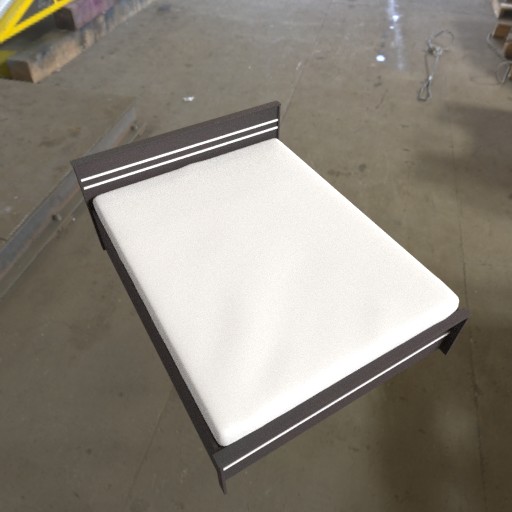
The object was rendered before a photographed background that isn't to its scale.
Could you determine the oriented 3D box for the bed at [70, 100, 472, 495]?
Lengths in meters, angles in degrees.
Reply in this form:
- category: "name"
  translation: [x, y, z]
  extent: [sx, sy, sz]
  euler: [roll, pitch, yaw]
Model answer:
- category: "bed"
  translation: [0.000, 0.000, 2.902]
  extent: [1.634, 0.808, 2.103]
  euler: [-23, 51, -21]
